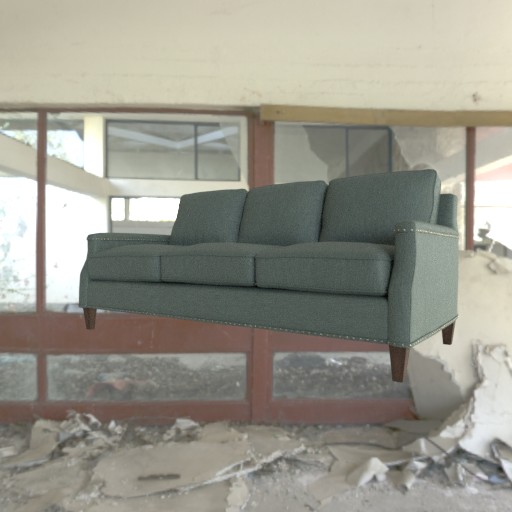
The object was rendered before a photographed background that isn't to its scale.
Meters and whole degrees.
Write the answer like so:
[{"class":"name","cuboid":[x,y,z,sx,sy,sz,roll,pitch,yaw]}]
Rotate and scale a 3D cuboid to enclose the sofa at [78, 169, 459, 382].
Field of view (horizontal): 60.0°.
[{"class":"sofa","cuboid":[0.000,0.000,2.803,2.246,1.003,1.084,0,1,35]}]
